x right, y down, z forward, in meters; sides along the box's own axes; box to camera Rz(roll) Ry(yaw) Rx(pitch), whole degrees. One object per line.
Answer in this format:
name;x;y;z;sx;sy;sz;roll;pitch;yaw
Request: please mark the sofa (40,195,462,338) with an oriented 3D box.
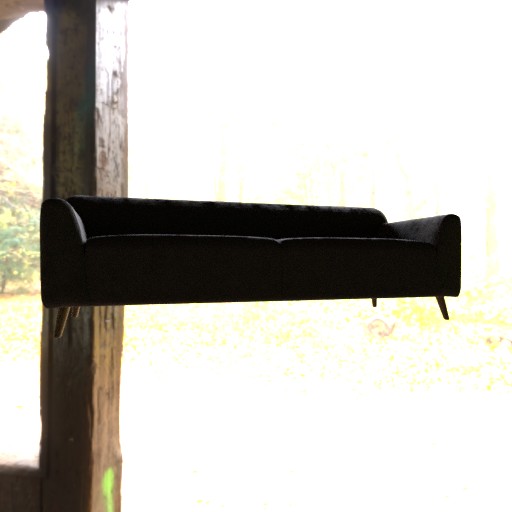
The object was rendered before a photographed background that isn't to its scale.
sofa;0.000;0.000;2.616;2.190;0.740;0.900;0;-1;-17
